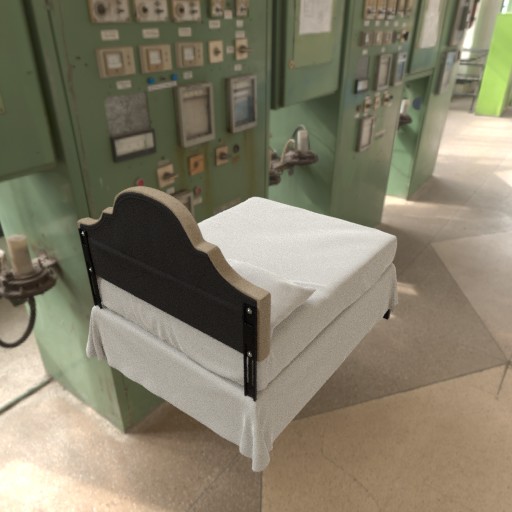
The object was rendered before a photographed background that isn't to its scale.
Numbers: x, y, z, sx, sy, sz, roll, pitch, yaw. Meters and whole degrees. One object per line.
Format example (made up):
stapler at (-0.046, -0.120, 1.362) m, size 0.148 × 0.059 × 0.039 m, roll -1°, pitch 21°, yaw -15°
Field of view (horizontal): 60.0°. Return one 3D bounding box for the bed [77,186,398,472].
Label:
bed at (0.000, 0.000, 3.464) m, size 1.780 × 1.634 × 2.222 m, roll 21°, pitch 35°, yaw 33°
